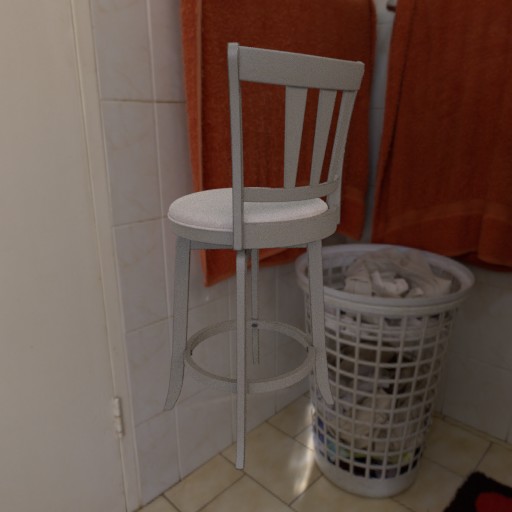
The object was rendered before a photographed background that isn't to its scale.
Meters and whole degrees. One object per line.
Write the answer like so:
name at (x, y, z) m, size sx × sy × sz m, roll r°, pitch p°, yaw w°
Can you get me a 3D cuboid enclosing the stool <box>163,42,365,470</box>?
stool at (0.000, 0.000, 1.221) m, size 0.450 × 0.994 × 0.486 m, roll -16°, pitch 23°, yaw -42°
